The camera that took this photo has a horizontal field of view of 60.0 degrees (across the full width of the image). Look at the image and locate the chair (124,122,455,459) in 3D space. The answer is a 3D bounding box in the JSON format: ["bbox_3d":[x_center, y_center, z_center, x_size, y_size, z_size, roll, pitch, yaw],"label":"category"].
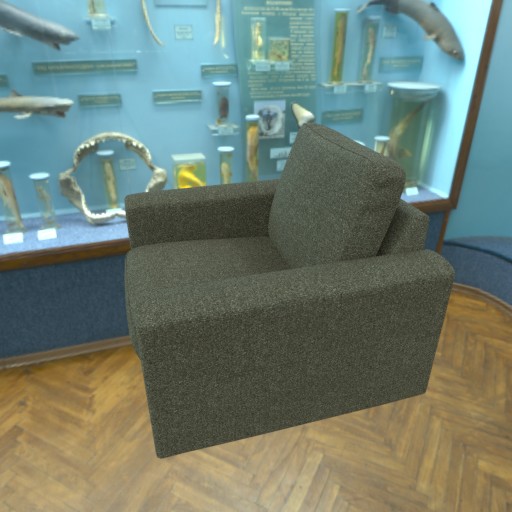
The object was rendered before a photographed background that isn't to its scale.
[{"bbox_3d":[0.000,0.000,1.731,1.016,0.873,1.005,-8,30,-14],"label":"chair"}]
